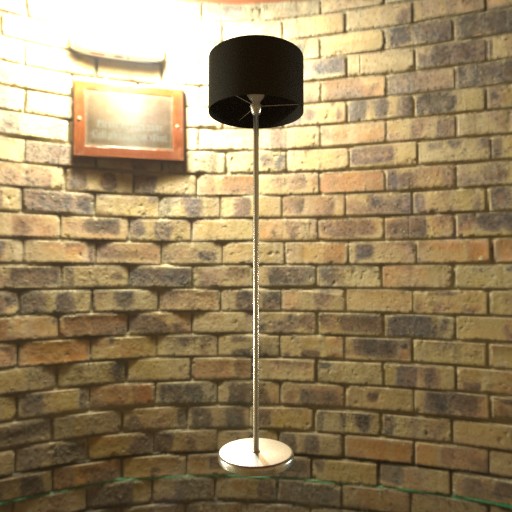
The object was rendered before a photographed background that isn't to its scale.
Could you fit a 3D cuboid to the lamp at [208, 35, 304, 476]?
[{"bbox_3d":[0.000,0.000,1.603,0.348,1.443,0.348,-2,-3,36],"label":"lamp"}]
